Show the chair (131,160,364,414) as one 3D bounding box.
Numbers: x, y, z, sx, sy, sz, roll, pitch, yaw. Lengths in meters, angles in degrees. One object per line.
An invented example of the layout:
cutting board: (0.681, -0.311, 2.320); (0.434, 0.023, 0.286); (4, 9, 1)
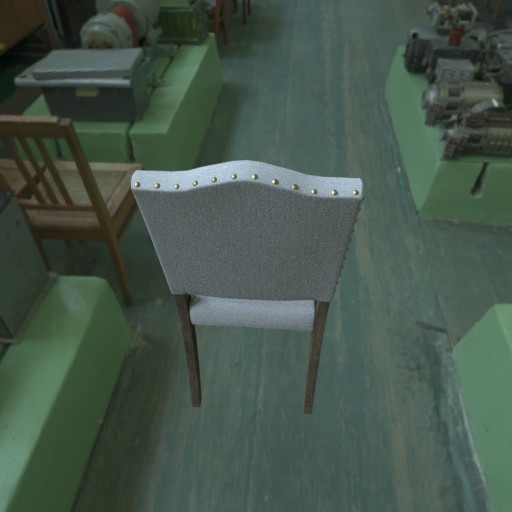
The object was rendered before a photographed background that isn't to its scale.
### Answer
chair: (0.000, 0.000, 1.354); (0.508, 1.020, 0.620); (3, 45, 3)
